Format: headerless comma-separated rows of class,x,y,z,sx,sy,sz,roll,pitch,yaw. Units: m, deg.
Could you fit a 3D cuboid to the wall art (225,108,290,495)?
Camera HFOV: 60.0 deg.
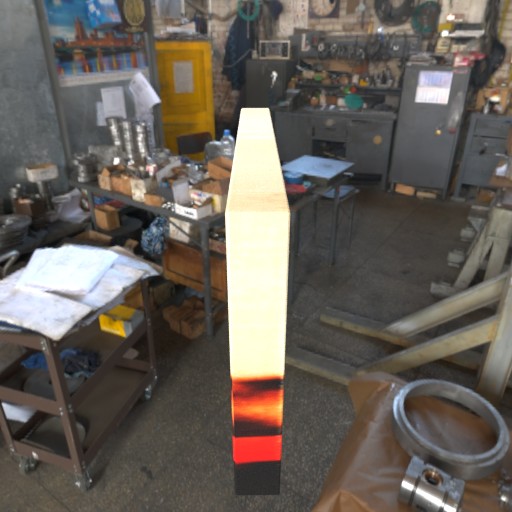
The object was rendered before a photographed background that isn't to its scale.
wall art,0.000,0.000,0.481,0.037,0.251,0.383,0,27,0
